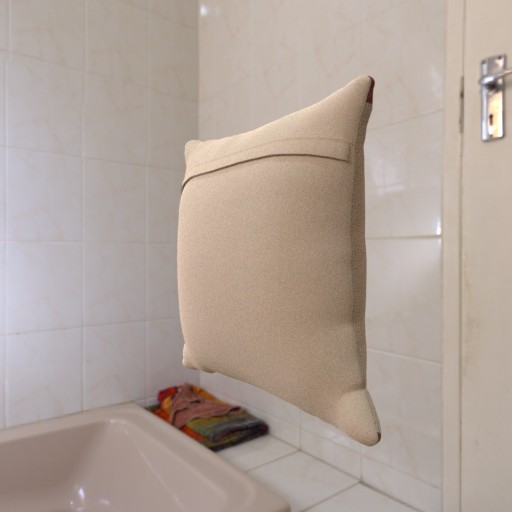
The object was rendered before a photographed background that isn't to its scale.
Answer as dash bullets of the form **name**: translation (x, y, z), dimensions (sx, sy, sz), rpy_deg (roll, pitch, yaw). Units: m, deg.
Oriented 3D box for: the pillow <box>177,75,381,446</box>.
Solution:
- **pillow**: translation (0.000, 0.000, 0.795), dimensions (0.229, 0.506, 0.536), rpy_deg (0, 0, -37)
